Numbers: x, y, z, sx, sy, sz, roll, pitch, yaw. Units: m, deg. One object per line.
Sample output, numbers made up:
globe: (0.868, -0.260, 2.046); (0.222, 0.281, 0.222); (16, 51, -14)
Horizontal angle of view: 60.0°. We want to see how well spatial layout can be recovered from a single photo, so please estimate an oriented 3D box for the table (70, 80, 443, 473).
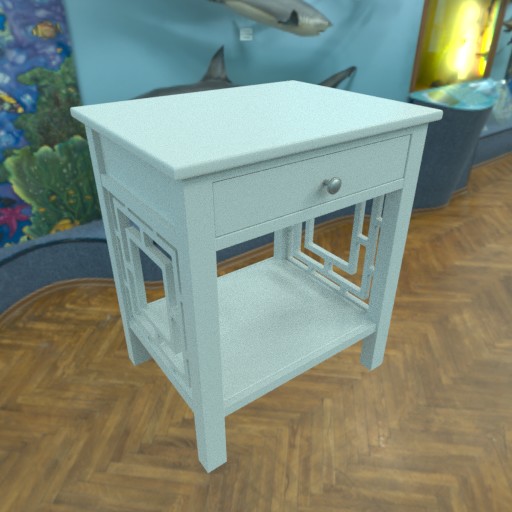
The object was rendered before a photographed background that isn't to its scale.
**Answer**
table: (0.000, 0.000, 1.005); (0.564, 0.646, 0.451); (-20, 36, -30)
